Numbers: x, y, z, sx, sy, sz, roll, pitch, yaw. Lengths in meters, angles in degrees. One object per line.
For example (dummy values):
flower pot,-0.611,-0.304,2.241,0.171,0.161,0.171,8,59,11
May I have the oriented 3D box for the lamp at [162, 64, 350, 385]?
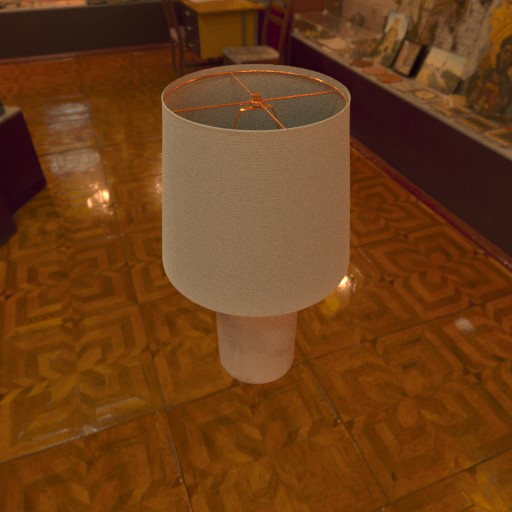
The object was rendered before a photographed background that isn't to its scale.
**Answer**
lamp,0.000,0.000,0.462,0.189,0.340,0.189,0,39,0
